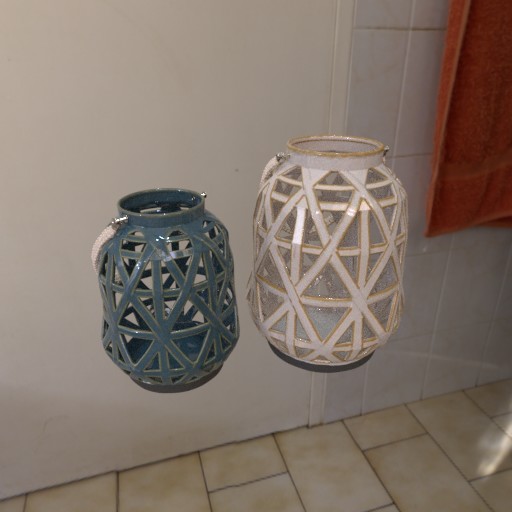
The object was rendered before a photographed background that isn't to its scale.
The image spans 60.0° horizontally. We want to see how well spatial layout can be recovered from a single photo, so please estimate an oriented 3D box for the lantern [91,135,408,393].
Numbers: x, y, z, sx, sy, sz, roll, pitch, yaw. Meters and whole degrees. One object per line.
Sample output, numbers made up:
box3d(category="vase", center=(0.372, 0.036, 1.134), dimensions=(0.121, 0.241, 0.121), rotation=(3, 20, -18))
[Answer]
box3d(category="lantern", center=(0.000, 0.000, 0.626), dimensions=(0.439, 0.307, 0.245), rotation=(-6, 26, -13))
